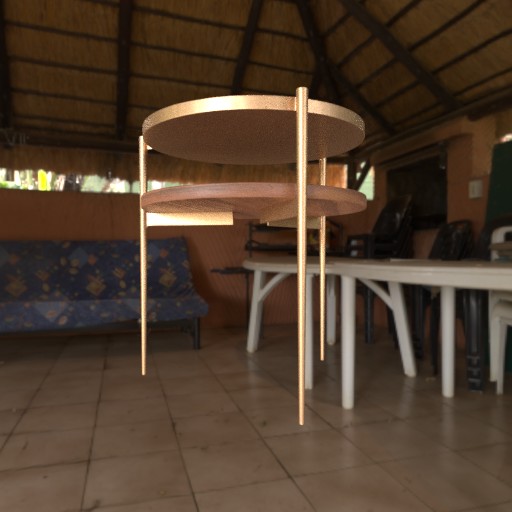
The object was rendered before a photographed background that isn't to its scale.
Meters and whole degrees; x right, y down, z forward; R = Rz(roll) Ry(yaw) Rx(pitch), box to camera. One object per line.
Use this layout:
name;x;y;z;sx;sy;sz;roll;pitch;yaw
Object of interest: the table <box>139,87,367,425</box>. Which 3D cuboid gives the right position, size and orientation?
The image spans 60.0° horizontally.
table;0.000;0.000;0.860;0.430;0.493;0.456;0;1;-18
